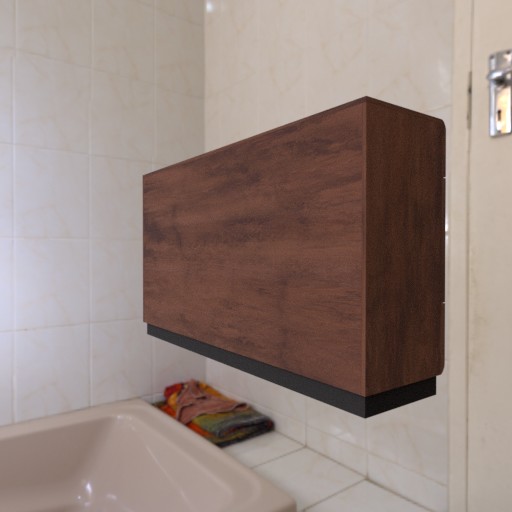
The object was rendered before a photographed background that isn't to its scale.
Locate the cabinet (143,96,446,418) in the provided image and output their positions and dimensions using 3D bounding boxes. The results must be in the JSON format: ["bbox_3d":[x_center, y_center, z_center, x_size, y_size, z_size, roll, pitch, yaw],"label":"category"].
[{"bbox_3d":[0.000,0.000,1.992,0.420,0.900,1.600,-1,1,-36],"label":"cabinet"}]
